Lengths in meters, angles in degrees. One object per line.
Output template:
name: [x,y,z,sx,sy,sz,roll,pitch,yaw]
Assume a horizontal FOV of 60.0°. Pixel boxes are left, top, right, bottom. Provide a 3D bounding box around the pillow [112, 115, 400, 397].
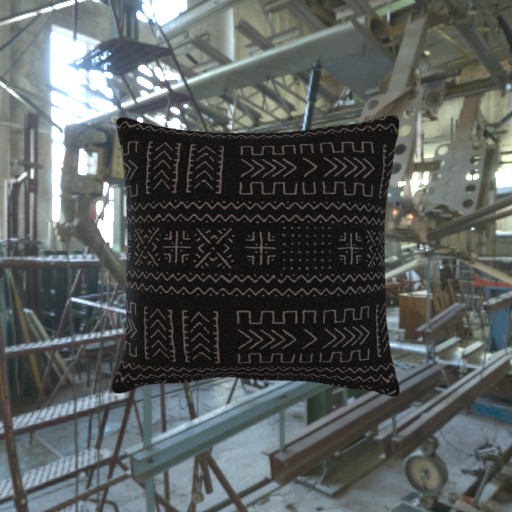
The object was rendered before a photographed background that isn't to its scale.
pillow: [0.000,0.000,0.677,0.438,0.430,0.164,0,1,0]
